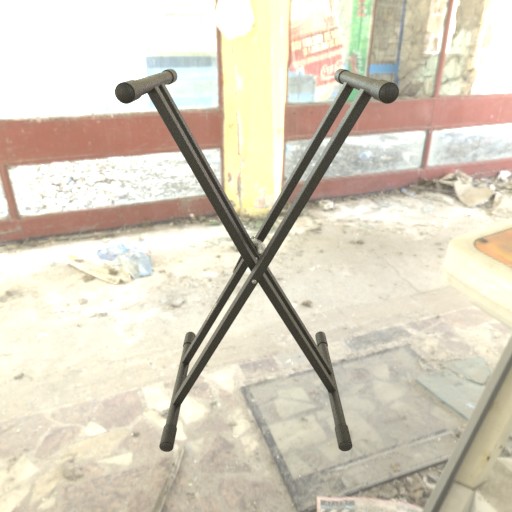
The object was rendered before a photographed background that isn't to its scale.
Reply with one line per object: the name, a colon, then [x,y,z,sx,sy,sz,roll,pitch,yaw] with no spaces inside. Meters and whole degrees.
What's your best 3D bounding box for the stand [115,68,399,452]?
stand: [0.000,0.000,1.183,0.503,0.900,0.495,0,25,0]
